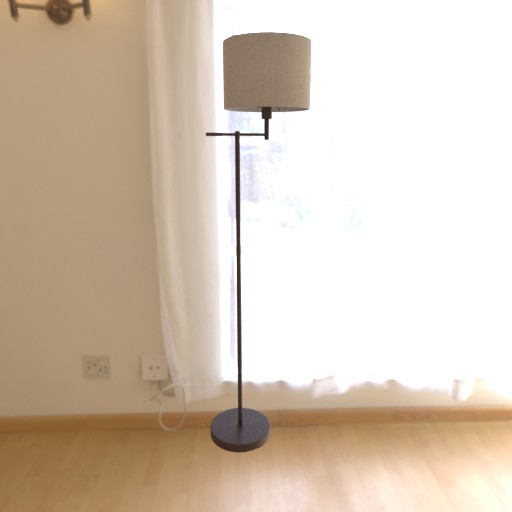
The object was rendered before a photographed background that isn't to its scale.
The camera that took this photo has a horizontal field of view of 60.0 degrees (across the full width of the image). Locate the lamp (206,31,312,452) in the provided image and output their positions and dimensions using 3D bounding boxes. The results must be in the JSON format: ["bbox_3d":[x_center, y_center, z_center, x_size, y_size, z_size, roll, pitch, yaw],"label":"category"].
[{"bbox_3d":[0.000,0.000,1.796,0.416,1.600,0.324,-7,16,-26],"label":"lamp"}]
